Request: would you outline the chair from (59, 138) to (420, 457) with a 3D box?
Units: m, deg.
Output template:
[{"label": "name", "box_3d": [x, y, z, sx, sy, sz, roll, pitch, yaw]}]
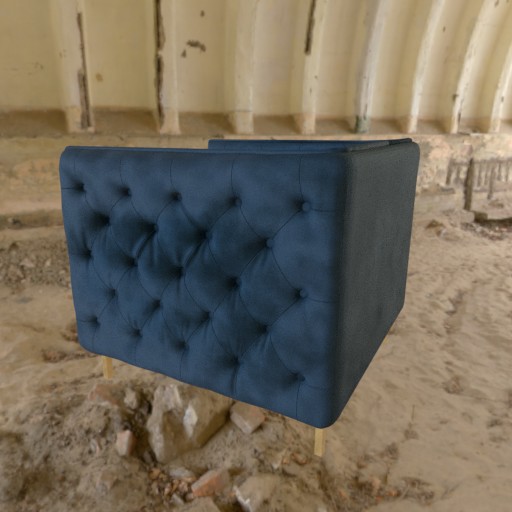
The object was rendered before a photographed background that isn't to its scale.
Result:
[{"label": "chair", "box_3d": [0.000, 0.000, 1.503, 0.877, 0.771, 0.868, 9, 19, 27]}]
